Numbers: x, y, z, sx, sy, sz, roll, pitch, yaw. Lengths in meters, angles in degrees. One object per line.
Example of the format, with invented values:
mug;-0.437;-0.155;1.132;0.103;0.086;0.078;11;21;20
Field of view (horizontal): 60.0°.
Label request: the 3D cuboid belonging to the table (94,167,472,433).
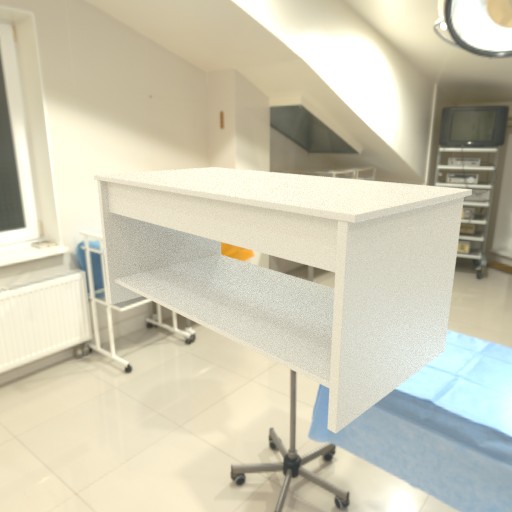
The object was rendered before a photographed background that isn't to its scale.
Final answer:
table;0.000;0.000;1.318;0.500;0.441;1.000;-15;21;-42
